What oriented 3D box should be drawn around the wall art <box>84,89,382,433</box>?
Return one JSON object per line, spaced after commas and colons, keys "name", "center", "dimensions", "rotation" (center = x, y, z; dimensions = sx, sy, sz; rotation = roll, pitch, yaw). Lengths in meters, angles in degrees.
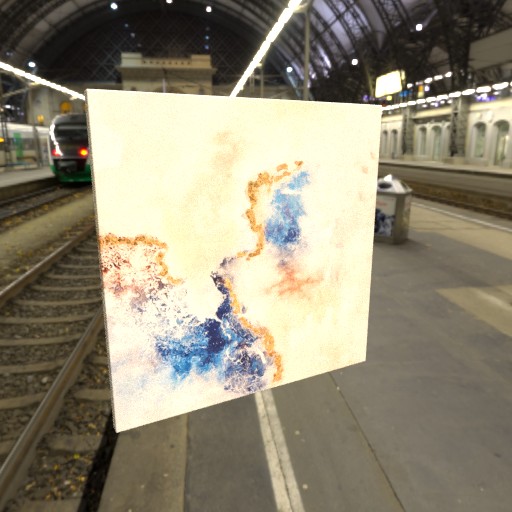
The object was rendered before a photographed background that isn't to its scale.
{"name": "wall art", "center": [0.000, 0.000, 1.326], "dimensions": [0.889, 0.889, 0.038], "rotation": [-7, 16, -27]}
